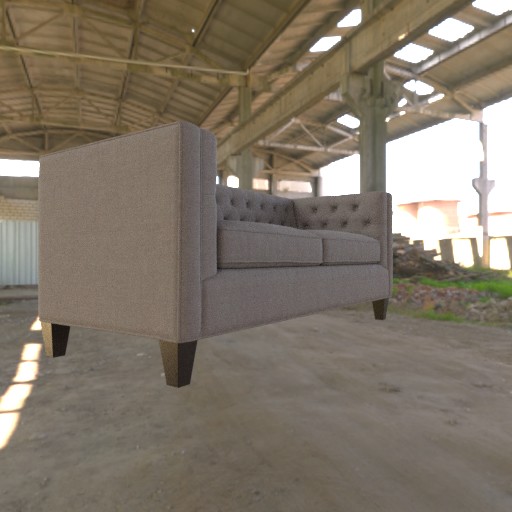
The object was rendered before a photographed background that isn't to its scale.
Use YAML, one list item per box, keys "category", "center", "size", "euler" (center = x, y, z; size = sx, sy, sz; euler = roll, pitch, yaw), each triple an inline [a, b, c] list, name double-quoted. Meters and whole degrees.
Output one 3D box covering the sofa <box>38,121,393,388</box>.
- category: "sofa"
  center: [0.000, 0.000, 2.173]
  size: [0.775, 0.762, 1.778]
  euler: [0, 0, 36]
